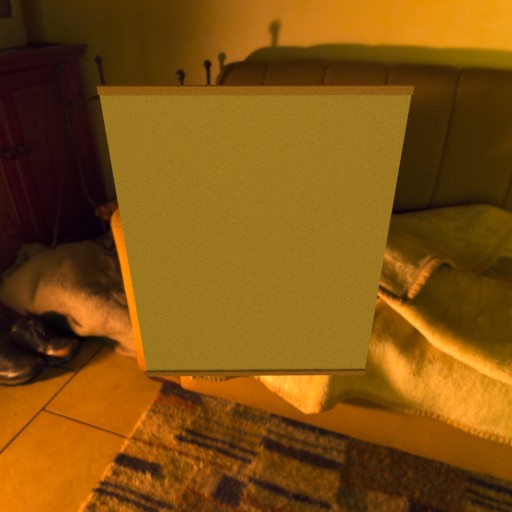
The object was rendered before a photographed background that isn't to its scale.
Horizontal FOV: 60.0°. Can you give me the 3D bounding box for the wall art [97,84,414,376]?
[{"bbox_3d":[0.000,0.000,0.699,0.405,0.508,0.012,0,30,0],"label":"wall art"}]
